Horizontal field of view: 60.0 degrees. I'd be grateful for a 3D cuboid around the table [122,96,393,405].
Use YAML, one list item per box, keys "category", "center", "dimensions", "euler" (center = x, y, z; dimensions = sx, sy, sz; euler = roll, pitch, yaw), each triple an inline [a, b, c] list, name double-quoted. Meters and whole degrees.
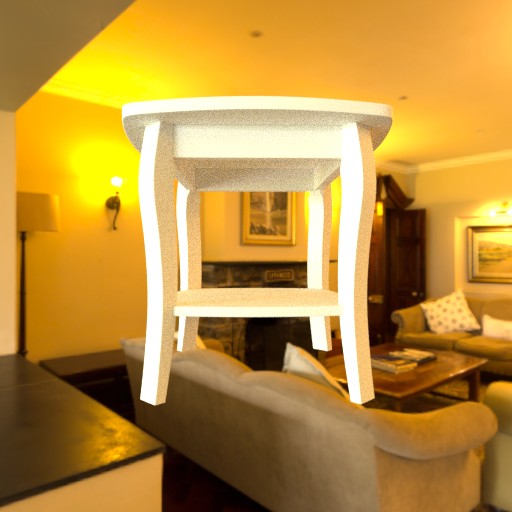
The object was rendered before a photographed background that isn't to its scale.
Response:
- category: "table"
  center: [0.000, 0.000, 0.855]
  dimensions: [0.451, 0.438, 0.502]
  euler: [0, 0, -1]
